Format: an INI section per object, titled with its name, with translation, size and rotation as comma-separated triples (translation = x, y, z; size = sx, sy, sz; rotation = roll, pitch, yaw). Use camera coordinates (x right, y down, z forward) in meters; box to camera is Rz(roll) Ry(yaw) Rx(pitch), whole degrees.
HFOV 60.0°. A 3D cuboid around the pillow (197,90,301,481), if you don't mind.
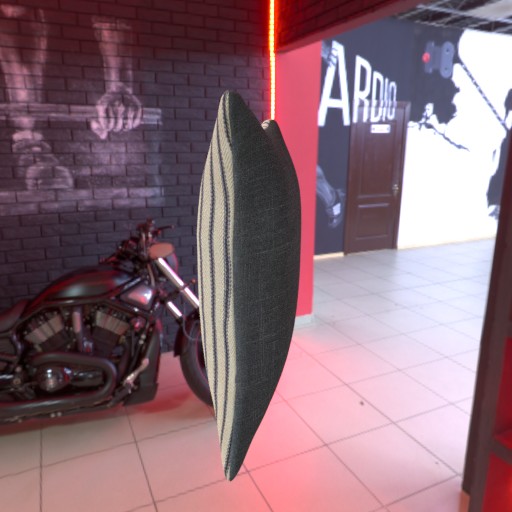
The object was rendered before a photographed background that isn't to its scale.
[pillow]
translation = 0.000, 0.000, 0.701
size = 0.138, 0.444, 0.468
rotation = 2, 14, 7
